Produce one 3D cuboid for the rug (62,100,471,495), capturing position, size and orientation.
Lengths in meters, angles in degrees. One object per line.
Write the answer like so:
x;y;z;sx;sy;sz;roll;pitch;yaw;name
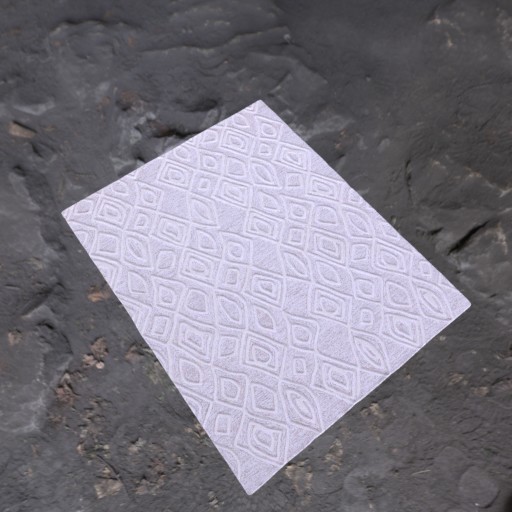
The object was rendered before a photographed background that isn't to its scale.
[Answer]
0.000;0.000;4.083;2.449;0.025;3.049;-34;69;-16;rug
